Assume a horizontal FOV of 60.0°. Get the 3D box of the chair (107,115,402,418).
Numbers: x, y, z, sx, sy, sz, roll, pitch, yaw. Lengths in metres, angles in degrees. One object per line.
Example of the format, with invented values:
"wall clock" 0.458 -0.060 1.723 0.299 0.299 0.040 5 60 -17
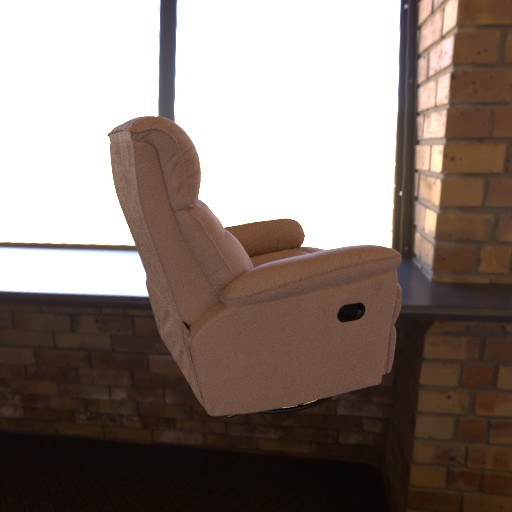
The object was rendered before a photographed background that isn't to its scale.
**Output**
"chair" 0.000 0.000 1.762 1.004 1.037 0.820 -6 15 -24
